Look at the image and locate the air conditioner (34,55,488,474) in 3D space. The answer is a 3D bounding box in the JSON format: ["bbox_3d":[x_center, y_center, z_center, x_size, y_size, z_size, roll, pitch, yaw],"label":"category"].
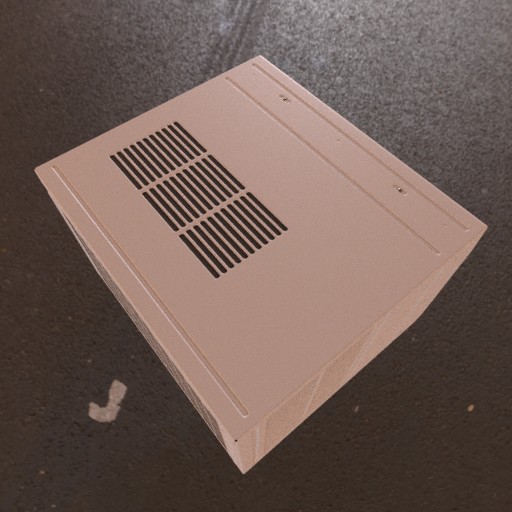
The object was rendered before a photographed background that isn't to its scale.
[{"bbox_3d":[0.000,0.000,1.025,0.599,0.455,0.645,-35,65,-19],"label":"air conditioner"}]
